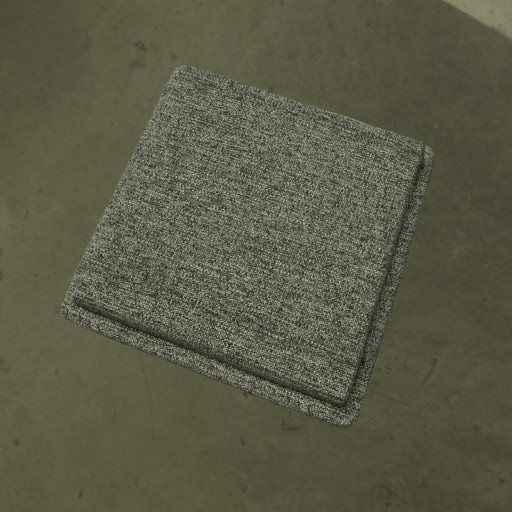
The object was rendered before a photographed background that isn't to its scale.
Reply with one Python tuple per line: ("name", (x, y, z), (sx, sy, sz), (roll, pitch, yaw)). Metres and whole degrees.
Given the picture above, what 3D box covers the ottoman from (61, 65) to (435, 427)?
("ottoman", (0.000, 0.000, 0.822), (0.450, 0.463, 0.450), (20, 77, 5))
